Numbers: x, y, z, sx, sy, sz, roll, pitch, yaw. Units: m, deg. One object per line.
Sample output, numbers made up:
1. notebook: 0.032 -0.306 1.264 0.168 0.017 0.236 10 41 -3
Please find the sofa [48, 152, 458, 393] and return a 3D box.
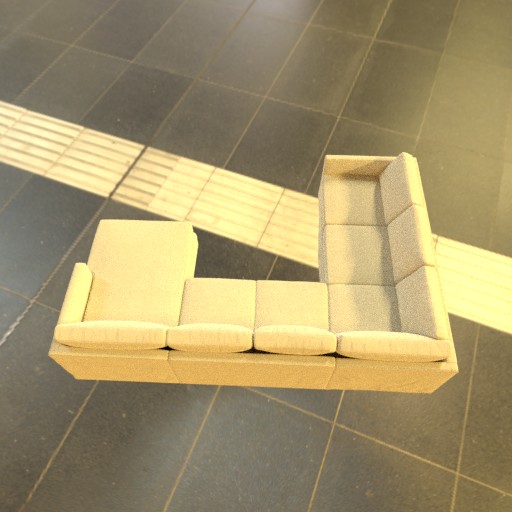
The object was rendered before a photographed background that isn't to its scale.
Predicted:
1. sofa: 0.000 0.000 4.526 3.460 0.882 2.427 2 58 1
